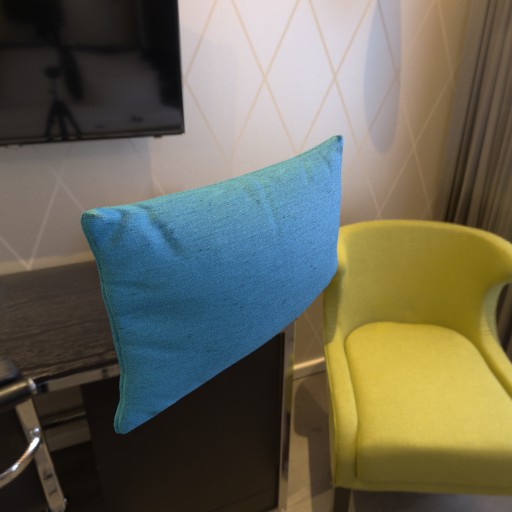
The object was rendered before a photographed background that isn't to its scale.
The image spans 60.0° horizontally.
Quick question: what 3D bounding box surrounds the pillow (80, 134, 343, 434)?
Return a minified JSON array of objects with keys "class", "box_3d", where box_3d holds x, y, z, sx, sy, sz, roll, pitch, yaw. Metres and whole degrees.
[{"class":"pillow","box_3d":[0.000,0.000,0.787,0.210,0.338,0.633,17,30,33]}]
